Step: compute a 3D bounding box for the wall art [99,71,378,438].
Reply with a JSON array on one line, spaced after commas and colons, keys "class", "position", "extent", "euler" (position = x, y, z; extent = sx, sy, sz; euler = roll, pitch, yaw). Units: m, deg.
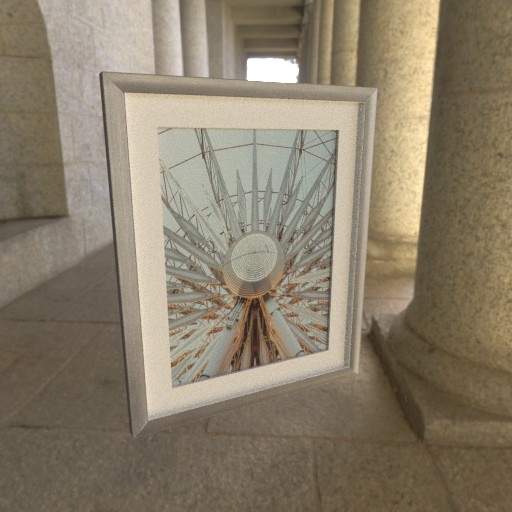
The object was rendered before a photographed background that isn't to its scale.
[{"class": "wall art", "position": [0.000, 0.000, 0.756], "extent": [0.458, 0.558, 0.029], "euler": [-7, 17, -25]}]
